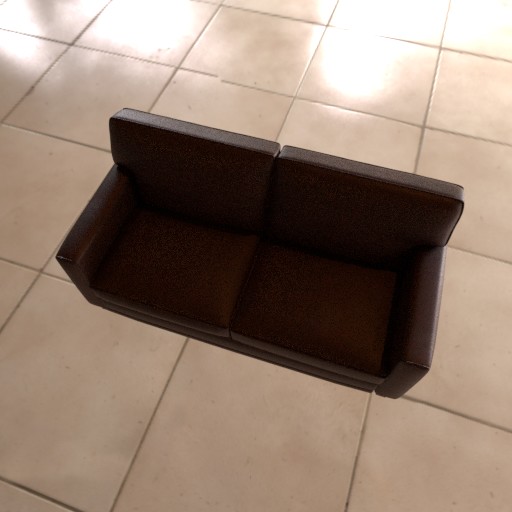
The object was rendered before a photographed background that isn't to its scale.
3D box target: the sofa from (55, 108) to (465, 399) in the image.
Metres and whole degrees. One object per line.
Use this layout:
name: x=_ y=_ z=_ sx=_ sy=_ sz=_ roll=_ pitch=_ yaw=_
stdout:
sofa: x=0.000 y=0.000 z=2.367 sx=1.876 sy=0.928 sz=0.912 roll=15 pitch=60 yaw=9
